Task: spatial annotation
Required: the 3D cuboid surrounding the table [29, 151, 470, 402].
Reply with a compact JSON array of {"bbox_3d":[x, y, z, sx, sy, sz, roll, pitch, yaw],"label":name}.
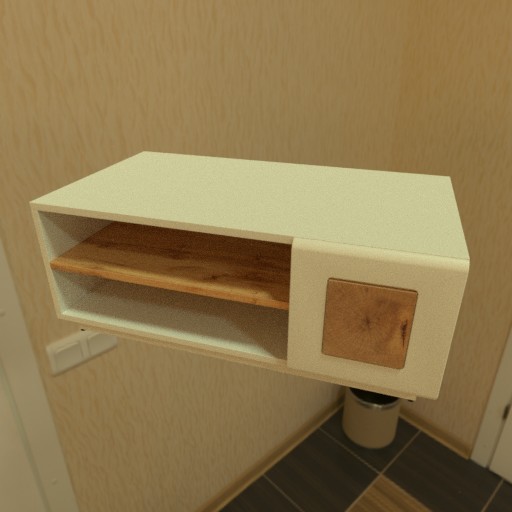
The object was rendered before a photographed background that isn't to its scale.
[{"bbox_3d":[0.000,0.000,1.395,1.097,0.442,0.639,8,28,16],"label":"table"}]
